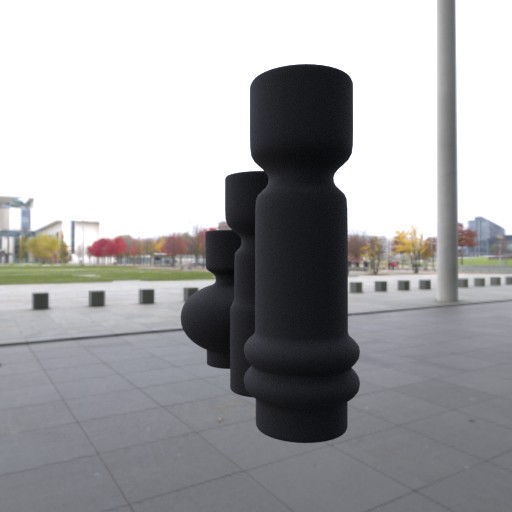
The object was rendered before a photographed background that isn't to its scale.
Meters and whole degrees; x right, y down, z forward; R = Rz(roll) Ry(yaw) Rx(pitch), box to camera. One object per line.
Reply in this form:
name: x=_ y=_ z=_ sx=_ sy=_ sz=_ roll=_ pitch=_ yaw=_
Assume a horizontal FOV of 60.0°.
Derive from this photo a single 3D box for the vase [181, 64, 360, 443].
vase: x=0.000 y=0.000 z=0.430 sx=0.120 sy=0.249 sz=0.307 roll=0 pitch=-1 yaw=-17
